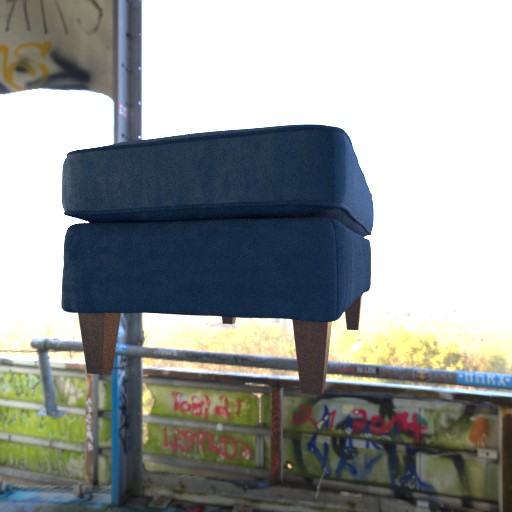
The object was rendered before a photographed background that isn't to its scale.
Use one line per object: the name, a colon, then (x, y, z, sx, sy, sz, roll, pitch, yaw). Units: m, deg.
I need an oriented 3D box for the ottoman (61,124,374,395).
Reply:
ottoman: (0.000, 0.000, 1.196, 0.583, 0.484, 0.862, 0, -1, 18)
